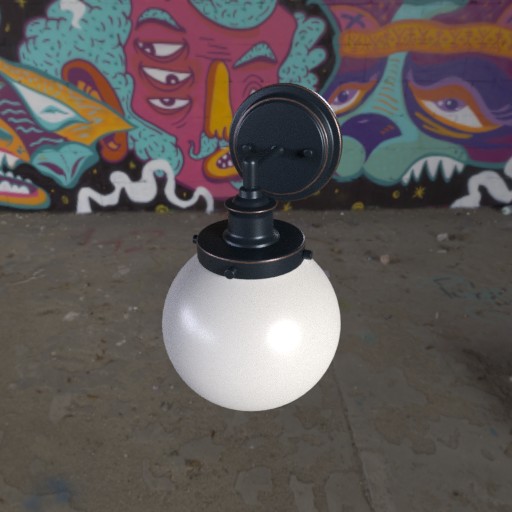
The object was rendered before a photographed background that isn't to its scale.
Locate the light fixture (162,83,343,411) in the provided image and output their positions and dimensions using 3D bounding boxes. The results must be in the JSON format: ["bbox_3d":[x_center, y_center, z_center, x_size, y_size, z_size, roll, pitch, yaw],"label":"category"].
[{"bbox_3d":[0.000,0.000,0.481,0.197,0.332,0.230,8,28,16],"label":"light fixture"}]
